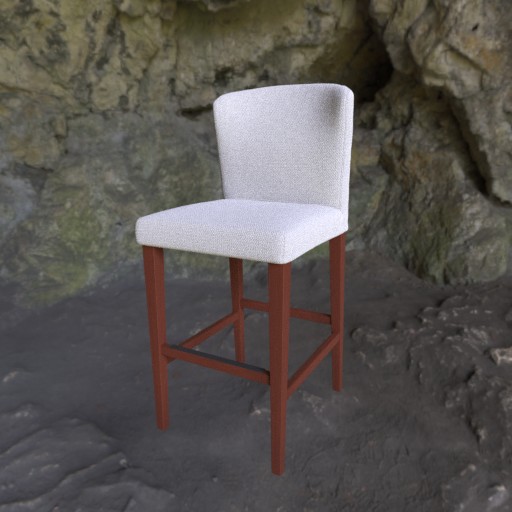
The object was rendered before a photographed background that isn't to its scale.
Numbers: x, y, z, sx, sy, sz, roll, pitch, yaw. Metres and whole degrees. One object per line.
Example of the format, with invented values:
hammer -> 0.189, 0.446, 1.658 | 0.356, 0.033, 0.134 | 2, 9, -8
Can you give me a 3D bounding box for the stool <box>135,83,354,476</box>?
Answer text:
stool -> 0.000, 0.000, 1.392 | 0.481, 1.069, 0.568 | 8, 16, 28
